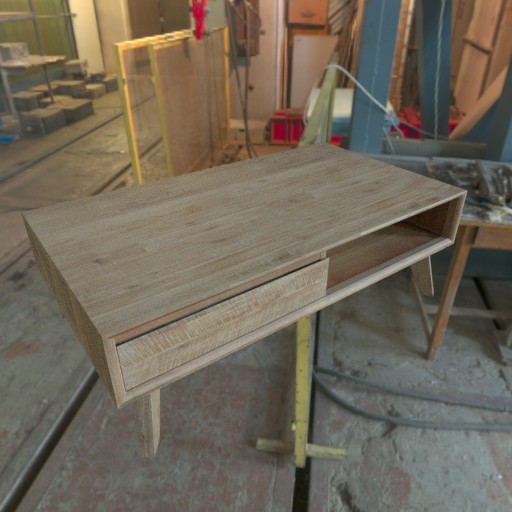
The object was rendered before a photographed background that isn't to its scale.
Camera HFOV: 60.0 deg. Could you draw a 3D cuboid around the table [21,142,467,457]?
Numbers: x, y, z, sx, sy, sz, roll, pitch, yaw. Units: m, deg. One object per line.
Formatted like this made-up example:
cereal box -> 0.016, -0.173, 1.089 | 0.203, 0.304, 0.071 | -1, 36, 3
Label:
table -> 0.000, 0.000, 1.970 | 1.619, 0.531, 0.918 | -20, 36, -30
